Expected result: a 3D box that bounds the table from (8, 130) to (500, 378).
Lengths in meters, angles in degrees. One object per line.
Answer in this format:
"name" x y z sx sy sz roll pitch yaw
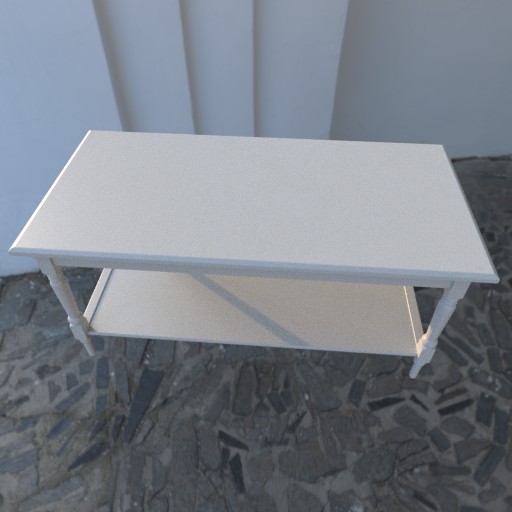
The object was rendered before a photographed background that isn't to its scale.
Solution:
"table" 0.000 0.000 1.364 1.109 0.506 0.551 3 45 3
